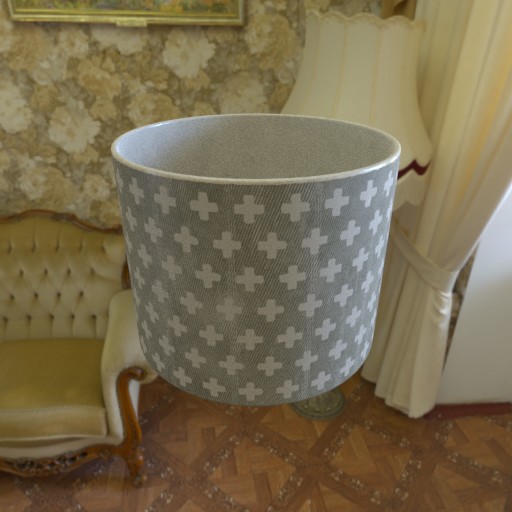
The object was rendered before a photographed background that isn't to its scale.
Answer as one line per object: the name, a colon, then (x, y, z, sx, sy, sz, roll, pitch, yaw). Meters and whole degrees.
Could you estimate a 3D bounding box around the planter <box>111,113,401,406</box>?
planter: (0.000, 0.000, 0.343, 0.190, 0.181, 0.190, 0, 27, 0)
